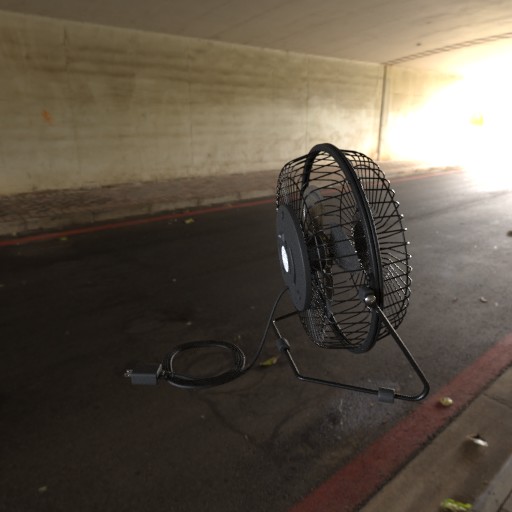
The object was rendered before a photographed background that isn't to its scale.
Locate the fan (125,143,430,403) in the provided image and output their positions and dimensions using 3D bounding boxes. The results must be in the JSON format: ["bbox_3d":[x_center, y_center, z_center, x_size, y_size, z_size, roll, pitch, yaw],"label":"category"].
[{"bbox_3d":[0.000,0.000,0.381,0.227,0.188,0.209,-3,17,-10],"label":"fan"}]
